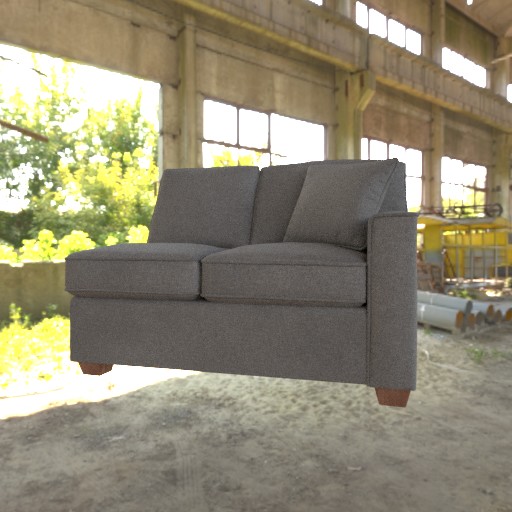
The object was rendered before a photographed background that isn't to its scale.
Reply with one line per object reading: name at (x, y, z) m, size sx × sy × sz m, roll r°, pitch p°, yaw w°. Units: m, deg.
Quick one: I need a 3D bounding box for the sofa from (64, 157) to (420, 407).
sofa at (0.000, 0.000, 2.067) m, size 1.388 × 0.989 × 0.991 m, roll 0°, pitch 1°, yaw 17°
